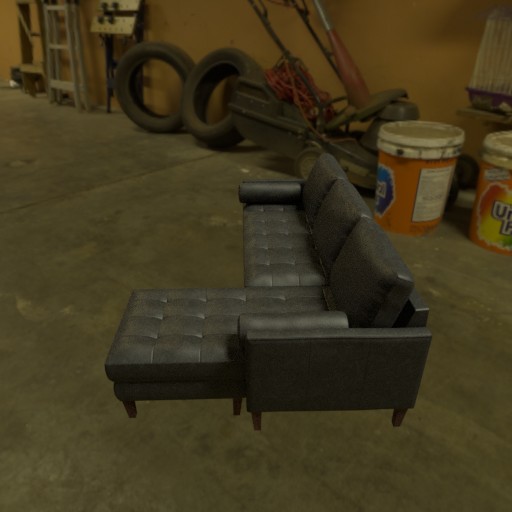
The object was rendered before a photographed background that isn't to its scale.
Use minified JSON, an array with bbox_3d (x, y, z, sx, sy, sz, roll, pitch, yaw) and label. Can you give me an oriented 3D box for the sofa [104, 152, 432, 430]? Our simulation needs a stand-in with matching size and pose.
[{"bbox_3d":[0.000,0.000,2.957,1.497,0.876,2.178,-1,28,-2],"label":"sofa"}]
